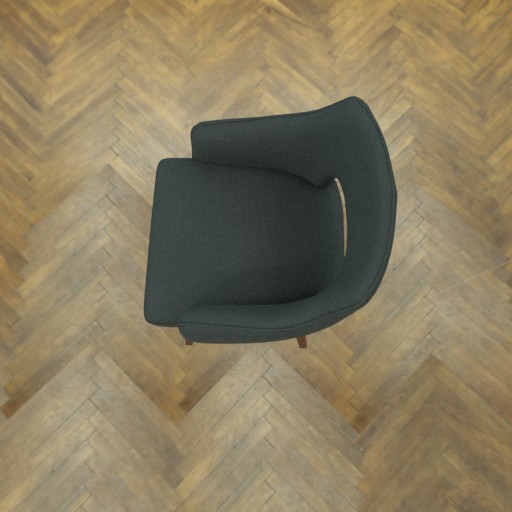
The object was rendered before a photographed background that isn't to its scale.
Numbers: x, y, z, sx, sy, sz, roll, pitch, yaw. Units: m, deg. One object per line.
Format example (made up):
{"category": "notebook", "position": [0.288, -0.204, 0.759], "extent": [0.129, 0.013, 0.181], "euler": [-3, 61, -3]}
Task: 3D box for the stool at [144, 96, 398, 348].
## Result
{"category": "stool", "position": [0.000, 0.000, 1.330], "extent": [0.558, 1.012, 0.548], "euler": [1, 75, 0]}
